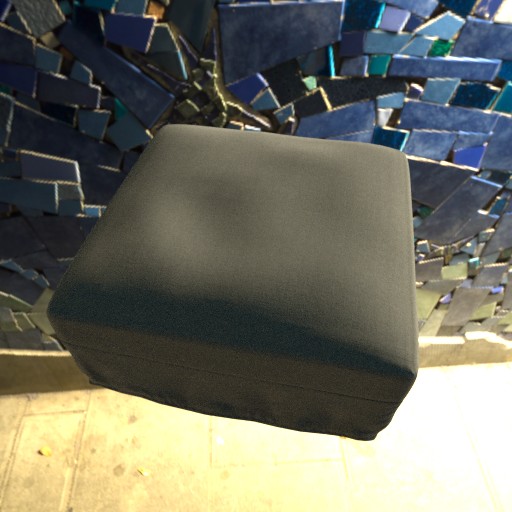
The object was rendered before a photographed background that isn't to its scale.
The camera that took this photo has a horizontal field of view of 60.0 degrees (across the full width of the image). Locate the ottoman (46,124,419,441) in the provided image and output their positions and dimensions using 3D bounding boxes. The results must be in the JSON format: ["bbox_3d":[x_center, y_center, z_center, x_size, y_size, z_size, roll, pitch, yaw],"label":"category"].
[{"bbox_3d":[0.000,0.000,1.323,0.843,0.436,0.840,8,48,8],"label":"ottoman"}]
